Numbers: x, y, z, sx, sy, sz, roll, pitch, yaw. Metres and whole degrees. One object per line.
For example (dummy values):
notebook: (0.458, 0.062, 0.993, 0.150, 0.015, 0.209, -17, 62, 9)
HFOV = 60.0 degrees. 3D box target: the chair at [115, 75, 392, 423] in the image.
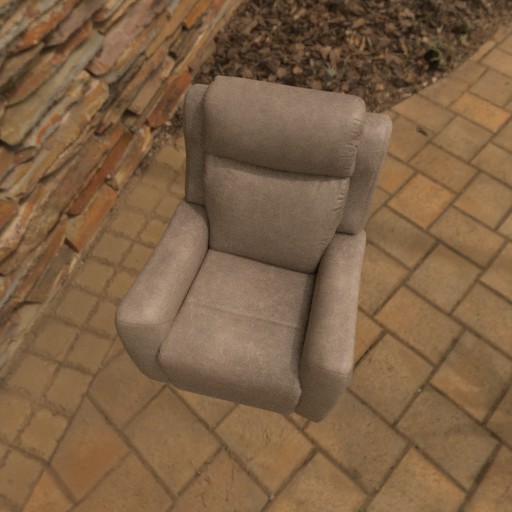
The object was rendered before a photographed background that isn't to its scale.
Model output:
chair: (0.000, 0.000, 1.966, 0.967, 1.116, 1.068, 12, 59, 8)
